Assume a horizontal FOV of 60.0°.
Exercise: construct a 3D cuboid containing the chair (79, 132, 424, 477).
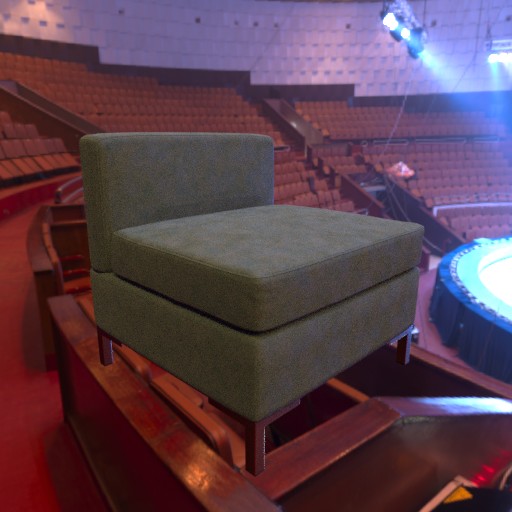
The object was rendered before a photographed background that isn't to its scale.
[{"bbox_3d":[0.000,0.000,1.224,0.685,0.660,0.684,14,21,43],"label":"chair"}]
